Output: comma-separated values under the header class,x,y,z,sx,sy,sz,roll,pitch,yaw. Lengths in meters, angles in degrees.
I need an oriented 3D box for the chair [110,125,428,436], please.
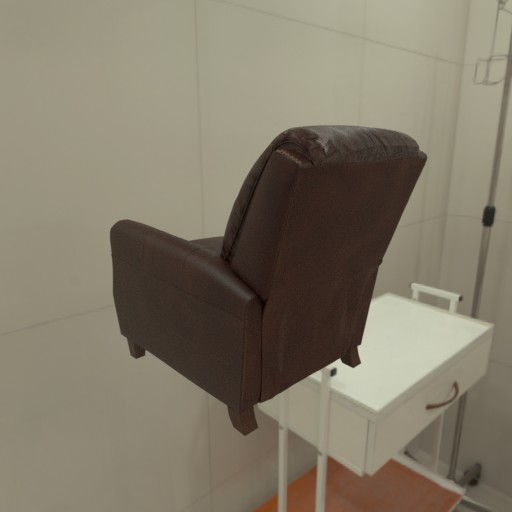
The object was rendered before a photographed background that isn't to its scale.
class,x,y,z,sx,sy,sz,roll,pitch,yaw
chair,0.000,0.000,1.832,0.826,1.022,1.089,-14,21,-42
